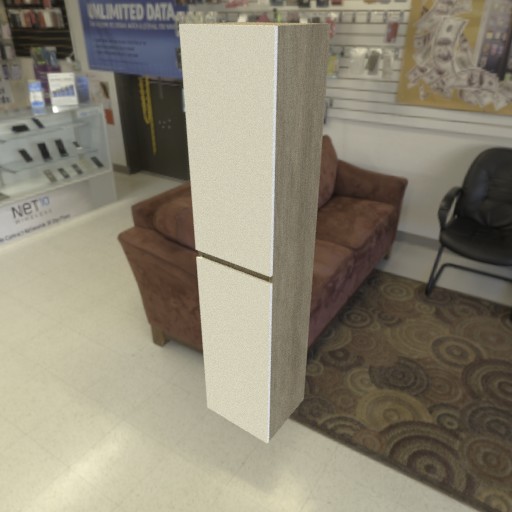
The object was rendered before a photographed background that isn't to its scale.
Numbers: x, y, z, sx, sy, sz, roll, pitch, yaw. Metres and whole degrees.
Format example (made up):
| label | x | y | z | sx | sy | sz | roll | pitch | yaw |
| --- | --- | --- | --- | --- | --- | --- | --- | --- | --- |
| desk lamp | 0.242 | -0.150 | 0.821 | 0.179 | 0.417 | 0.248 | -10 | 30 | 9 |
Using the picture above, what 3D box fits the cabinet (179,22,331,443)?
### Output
| label | x | y | z | sx | sy | sz | roll | pitch | yaw |
| --- | --- | --- | --- | --- | --- | --- | --- | --- | --- |
| cabinet | 0.000 | 0.000 | 1.508 | 0.300 | 1.400 | 0.270 | 19 | 34 | 31 |
